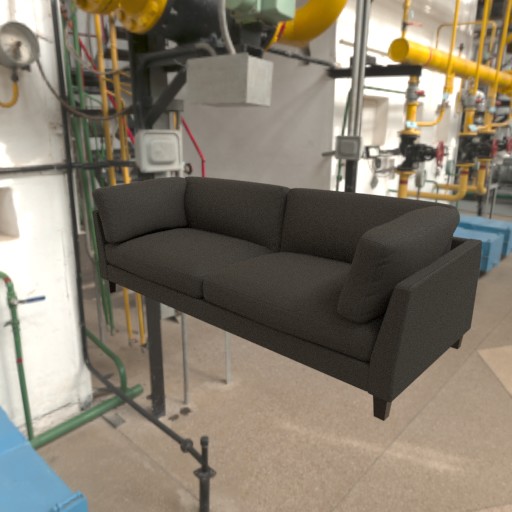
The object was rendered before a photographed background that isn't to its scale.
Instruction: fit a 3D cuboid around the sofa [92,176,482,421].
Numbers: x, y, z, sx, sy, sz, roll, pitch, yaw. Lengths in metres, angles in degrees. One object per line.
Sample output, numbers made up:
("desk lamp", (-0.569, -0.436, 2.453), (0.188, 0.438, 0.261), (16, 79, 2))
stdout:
("sofa", (0.000, 0.000, 2.692), (2.312, 0.792, 0.969), (14, 21, 41))
